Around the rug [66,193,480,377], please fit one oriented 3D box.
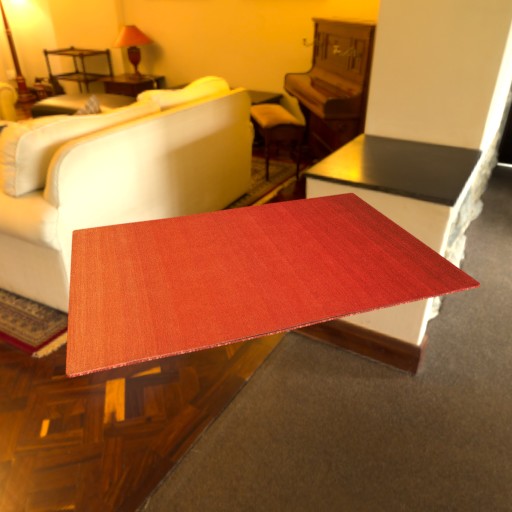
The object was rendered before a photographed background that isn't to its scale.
[{"bbox_3d":[0.000,0.000,2.323,1.835,0.018,1.230,-10,31,-16],"label":"rug"}]
